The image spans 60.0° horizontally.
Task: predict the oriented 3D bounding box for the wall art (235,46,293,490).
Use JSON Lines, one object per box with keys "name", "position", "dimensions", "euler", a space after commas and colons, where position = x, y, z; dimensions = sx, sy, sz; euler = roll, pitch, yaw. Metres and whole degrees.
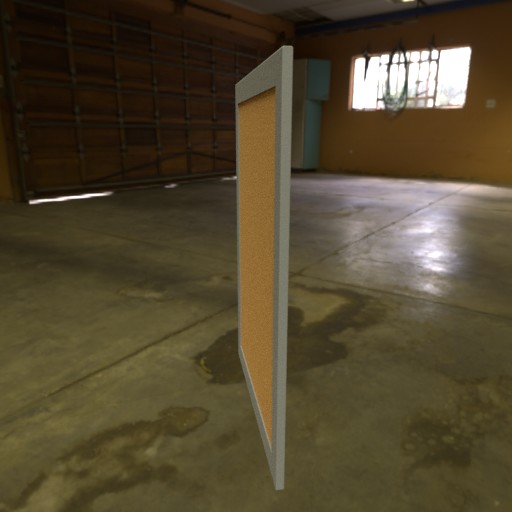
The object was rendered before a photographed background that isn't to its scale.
{"name": "wall art", "position": [0.000, 0.000, 0.681], "dimensions": [0.012, 0.529, 0.374], "euler": [-3, 16, -9]}
